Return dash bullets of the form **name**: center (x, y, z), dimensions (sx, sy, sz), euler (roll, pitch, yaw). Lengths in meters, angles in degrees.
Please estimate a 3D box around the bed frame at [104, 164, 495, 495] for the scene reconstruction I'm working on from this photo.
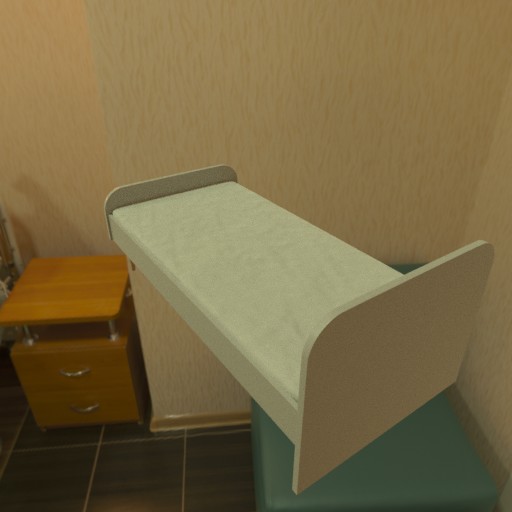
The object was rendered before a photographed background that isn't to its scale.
- **bed frame**: center (0.000, 0.000, 2.399), dimensions (0.998, 0.805, 1.963), euler (-19, 36, -30)
